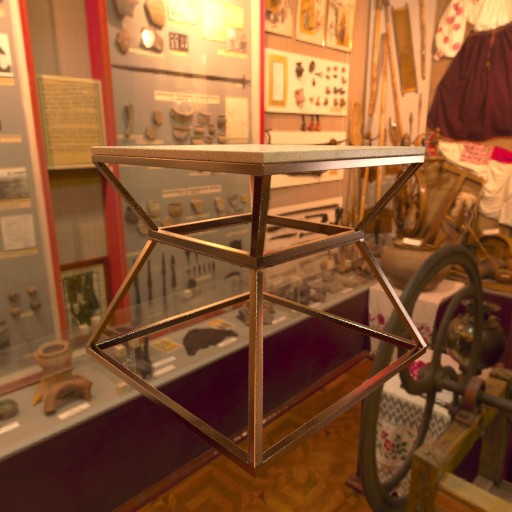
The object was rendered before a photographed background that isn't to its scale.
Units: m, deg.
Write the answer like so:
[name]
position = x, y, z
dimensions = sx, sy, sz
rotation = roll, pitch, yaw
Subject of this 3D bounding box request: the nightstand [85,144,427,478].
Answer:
[nightstand]
position = 0.000, 0.000, 0.891
dimensions = 0.514, 0.426, 0.513
rotation = -14, 21, -43
